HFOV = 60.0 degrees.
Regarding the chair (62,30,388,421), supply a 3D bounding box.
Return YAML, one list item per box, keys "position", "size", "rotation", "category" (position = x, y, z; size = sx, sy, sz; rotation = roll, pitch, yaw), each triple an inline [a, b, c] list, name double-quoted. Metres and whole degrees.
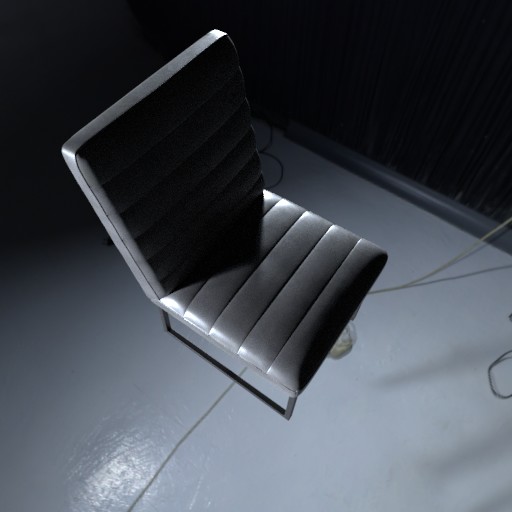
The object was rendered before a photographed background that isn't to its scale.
- position: [0.000, 0.000, 1.280]
  size: [0.634, 0.930, 0.520]
  rotation: [31, 63, 18]
  category: "chair"
